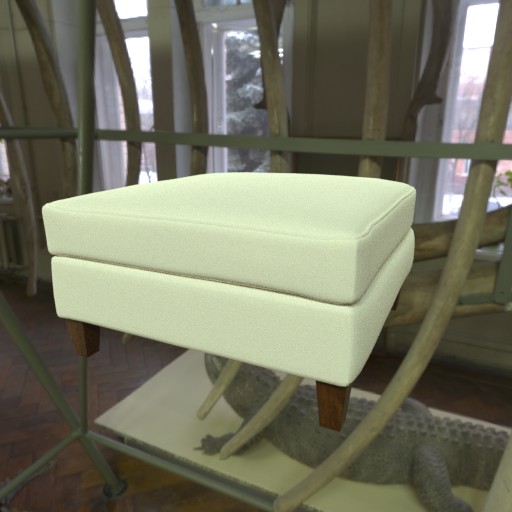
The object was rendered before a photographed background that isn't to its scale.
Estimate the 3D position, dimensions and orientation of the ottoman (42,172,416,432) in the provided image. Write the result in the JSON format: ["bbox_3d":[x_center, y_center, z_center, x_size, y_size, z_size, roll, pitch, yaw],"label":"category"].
[{"bbox_3d":[0.000,0.000,1.354,0.838,0.479,0.838,8,18,25],"label":"ottoman"}]
